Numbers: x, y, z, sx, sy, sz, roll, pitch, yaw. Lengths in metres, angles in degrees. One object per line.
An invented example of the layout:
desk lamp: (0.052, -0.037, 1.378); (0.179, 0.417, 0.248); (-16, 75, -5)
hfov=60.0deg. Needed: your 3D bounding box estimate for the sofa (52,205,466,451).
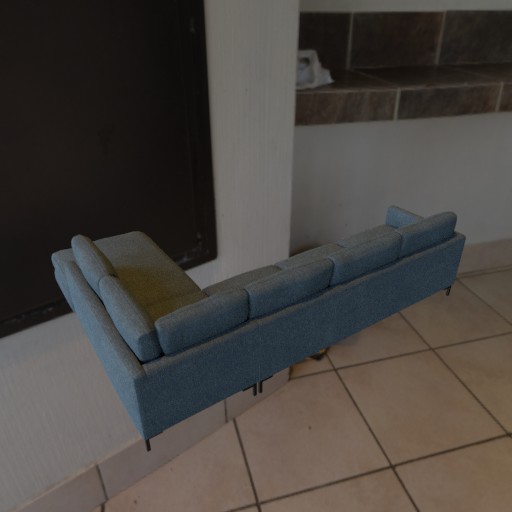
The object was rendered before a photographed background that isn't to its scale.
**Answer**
sofa: (0.000, 0.000, 3.803); (2.949, 0.815, 2.007); (-19, 35, -29)
